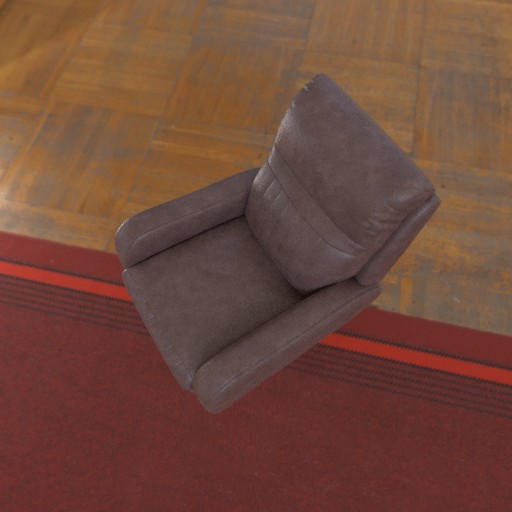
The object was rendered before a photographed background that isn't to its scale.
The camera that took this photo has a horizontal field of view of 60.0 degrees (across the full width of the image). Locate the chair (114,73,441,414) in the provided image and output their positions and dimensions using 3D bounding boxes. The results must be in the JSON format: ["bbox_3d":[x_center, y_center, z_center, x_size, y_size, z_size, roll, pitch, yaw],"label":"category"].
[{"bbox_3d":[0.000,0.000,1.863,1.067,1.067,0.865,-30,67,-14],"label":"chair"}]
